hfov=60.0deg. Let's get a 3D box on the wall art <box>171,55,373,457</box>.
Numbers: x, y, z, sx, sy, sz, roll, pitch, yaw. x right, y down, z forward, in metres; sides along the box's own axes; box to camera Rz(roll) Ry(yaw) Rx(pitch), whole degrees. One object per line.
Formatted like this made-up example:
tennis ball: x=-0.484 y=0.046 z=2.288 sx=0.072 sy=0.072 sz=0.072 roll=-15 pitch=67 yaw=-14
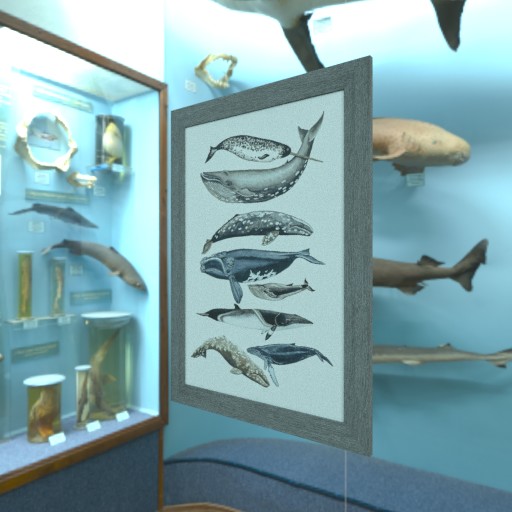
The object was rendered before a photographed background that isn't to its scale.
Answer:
wall art: x=0.000 y=0.000 z=1.416 sx=0.768 sy=1.070 sz=0.020 roll=0 pitch=0 yaw=36
